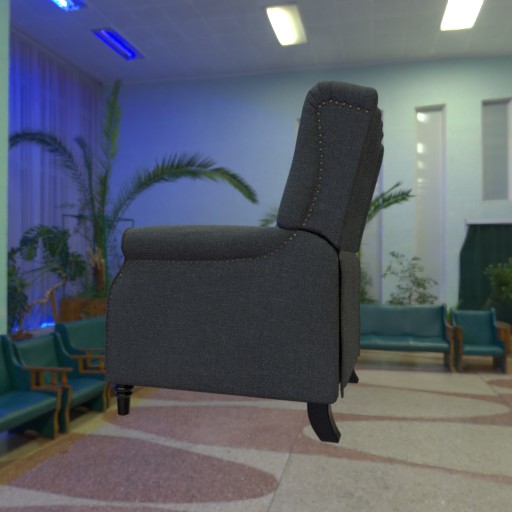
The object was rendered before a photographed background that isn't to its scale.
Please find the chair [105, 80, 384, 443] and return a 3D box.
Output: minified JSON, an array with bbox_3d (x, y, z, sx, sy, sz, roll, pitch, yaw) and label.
[{"bbox_3d":[0.000,0.000,1.624,0.898,1.035,0.742,0,-1,18],"label":"chair"}]
